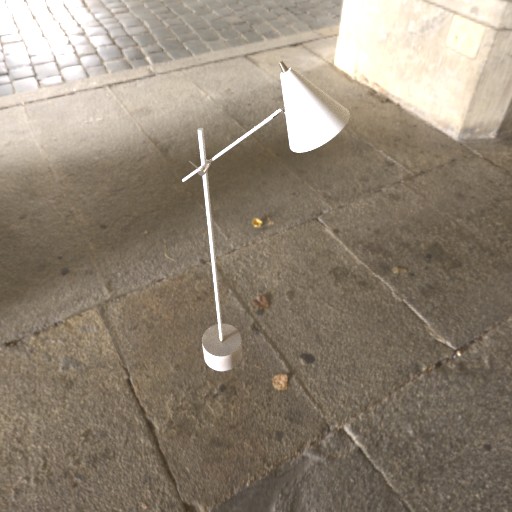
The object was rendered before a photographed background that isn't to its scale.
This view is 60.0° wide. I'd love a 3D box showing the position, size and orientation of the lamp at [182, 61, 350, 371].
[{"bbox_3d":[0.000,0.000,1.639,0.508,1.430,0.223,10,47,10],"label":"lamp"}]
